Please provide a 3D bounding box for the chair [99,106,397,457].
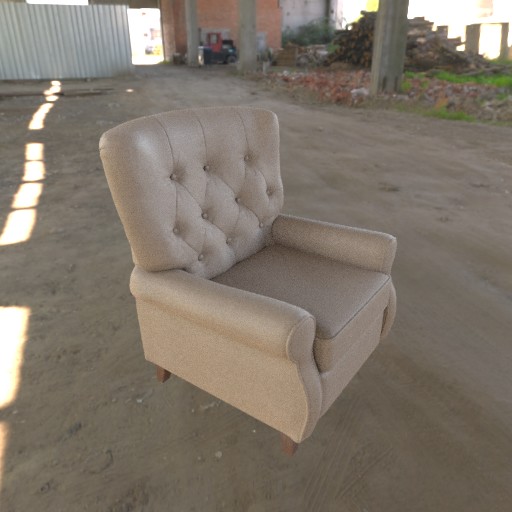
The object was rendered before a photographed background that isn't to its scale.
[{"bbox_3d":[0.000,0.000,1.892,1.041,1.138,0.999,17,30,32],"label":"chair"}]
